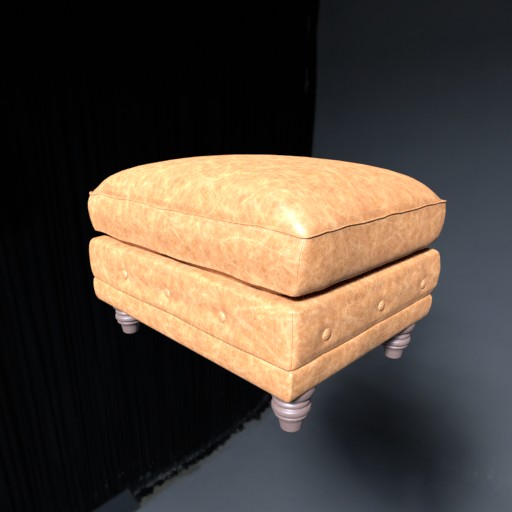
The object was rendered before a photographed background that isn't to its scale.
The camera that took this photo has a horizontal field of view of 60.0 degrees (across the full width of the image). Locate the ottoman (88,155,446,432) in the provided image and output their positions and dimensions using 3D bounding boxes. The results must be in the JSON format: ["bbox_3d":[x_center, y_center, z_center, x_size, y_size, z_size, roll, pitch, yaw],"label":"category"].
[{"bbox_3d":[0.000,0.000,1.089,0.710,0.480,0.533,15,22,43],"label":"ottoman"}]
